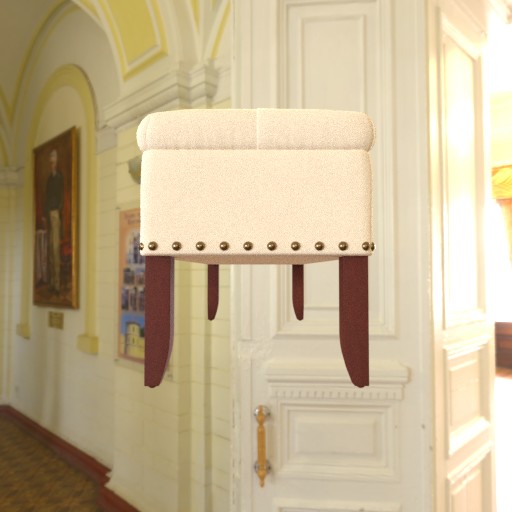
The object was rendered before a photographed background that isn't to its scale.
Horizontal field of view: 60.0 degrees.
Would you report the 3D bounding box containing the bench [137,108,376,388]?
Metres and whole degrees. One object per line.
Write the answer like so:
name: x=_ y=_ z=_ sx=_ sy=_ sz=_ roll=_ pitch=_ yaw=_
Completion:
bench: x=0.000 y=0.000 z=1.234 sx=0.400 sy=0.470 sz=1.054 roll=0 pitch=-2 yaw=0
